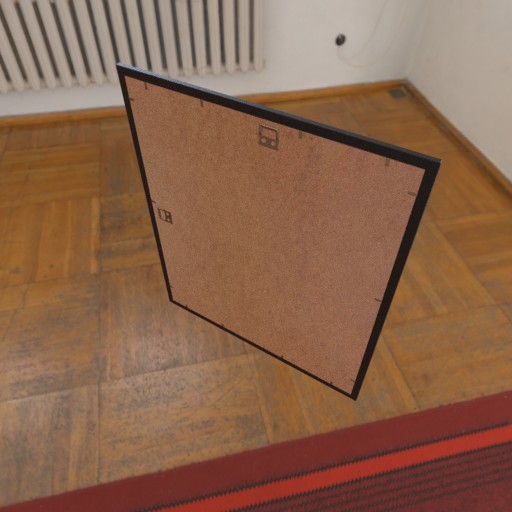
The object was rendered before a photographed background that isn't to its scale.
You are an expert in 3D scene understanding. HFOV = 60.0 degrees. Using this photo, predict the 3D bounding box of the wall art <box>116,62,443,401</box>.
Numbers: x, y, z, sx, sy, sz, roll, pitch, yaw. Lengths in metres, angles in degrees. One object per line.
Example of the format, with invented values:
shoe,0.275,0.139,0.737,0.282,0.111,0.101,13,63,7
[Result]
wall art,0.000,0.000,0.904,0.559,0.660,0.018,24,51,21
